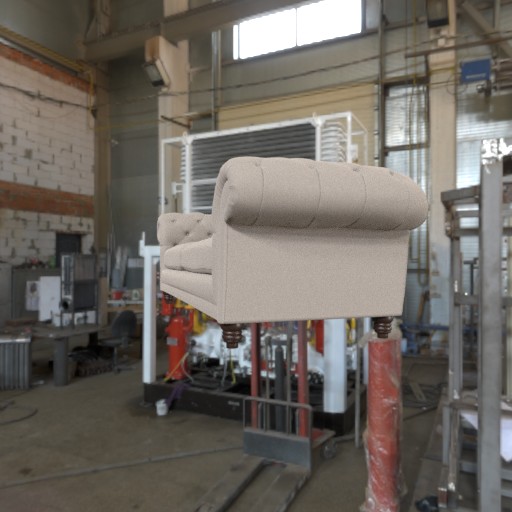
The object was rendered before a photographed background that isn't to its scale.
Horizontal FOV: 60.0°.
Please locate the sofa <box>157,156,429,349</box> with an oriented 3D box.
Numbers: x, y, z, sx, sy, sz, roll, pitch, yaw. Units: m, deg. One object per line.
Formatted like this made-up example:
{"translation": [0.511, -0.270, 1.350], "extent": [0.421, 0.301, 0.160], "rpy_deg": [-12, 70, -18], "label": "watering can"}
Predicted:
{"translation": [0.000, 0.000, 2.789], "extent": [0.991, 0.749, 2.411], "rpy_deg": [0, -1, -19], "label": "sofa"}
